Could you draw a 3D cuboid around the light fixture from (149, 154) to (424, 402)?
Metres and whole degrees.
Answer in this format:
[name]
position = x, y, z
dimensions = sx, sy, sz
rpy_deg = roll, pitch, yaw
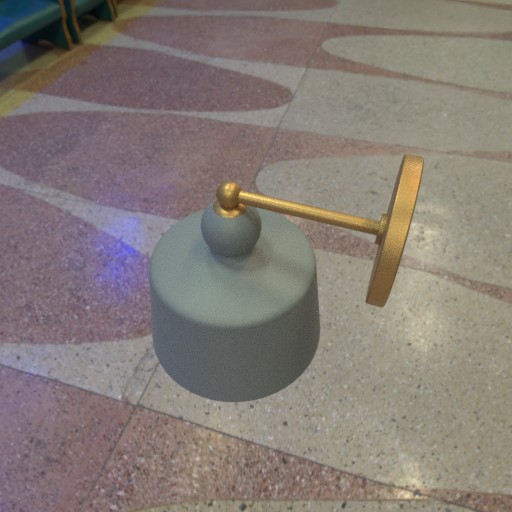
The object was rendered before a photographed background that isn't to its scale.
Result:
[light fixture]
position = 0.000, 0.000, 0.444
dimensions = 0.254, 0.268, 0.204
rpy_deg = 15, 48, 13
